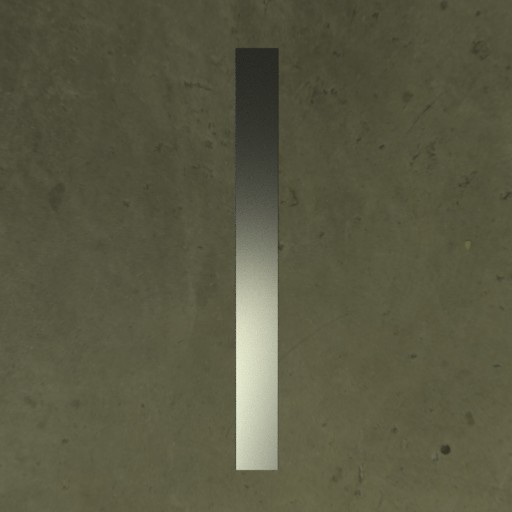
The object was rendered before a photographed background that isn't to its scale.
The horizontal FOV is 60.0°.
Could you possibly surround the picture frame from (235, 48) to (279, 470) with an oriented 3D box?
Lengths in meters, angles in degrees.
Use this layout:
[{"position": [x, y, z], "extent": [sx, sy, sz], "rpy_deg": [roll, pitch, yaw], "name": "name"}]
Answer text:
[{"position": [0.000, 0.000, 0.534], "extent": [0.034, 0.378, 0.328], "rpy_deg": [0, 91, 0], "name": "picture frame"}]
